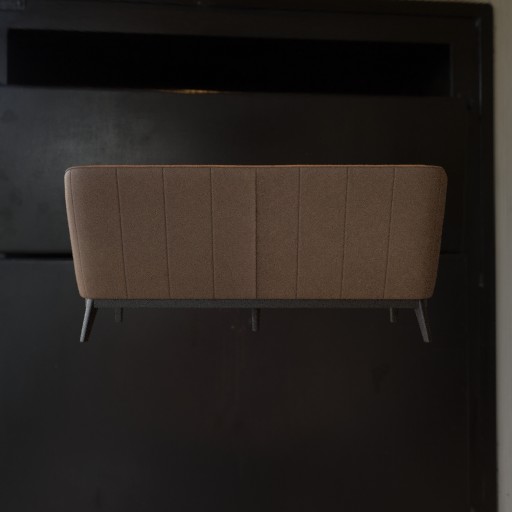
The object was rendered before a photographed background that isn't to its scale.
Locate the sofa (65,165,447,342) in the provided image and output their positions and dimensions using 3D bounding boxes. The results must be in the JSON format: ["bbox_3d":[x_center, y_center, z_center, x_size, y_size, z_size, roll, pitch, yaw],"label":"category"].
[{"bbox_3d":[0.000,0.000,2.426,1.928,0.830,0.869,0,0,0],"label":"sofa"}]
